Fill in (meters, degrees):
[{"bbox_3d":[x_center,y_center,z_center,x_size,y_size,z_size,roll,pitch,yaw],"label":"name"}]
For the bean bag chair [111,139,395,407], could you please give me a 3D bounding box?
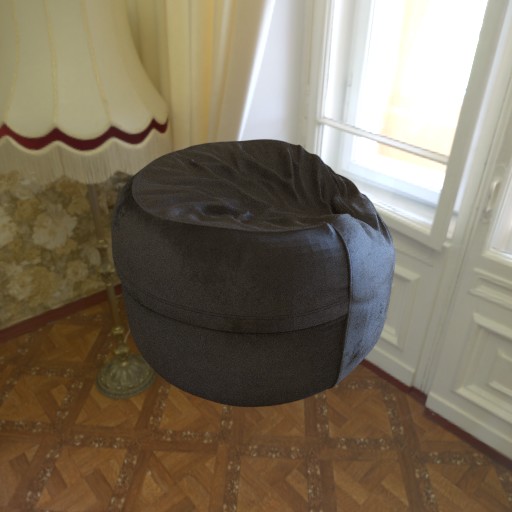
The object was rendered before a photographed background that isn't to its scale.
[{"bbox_3d":[0.000,0.000,1.518,0.918,0.605,0.918,0,32,0],"label":"bean bag chair"}]
